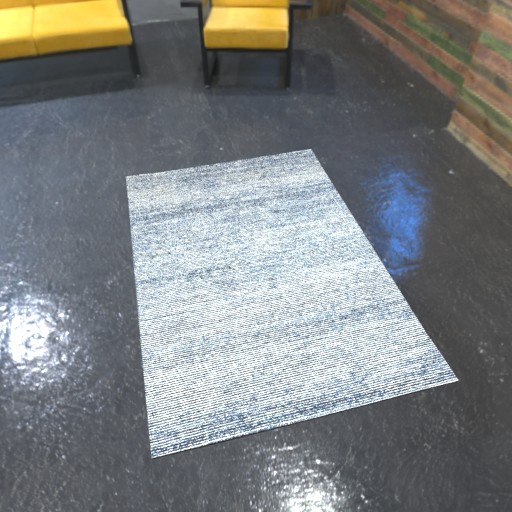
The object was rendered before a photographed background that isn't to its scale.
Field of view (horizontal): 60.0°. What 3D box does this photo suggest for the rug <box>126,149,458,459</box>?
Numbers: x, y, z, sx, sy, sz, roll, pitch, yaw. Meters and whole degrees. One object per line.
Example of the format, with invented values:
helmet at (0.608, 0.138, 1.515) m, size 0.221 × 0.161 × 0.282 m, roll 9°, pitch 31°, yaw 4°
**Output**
rug at (0.000, 0.000, 3.007) m, size 1.624 × 0.030 × 2.349 m, roll -10°, pitch 46°, yaw -10°
